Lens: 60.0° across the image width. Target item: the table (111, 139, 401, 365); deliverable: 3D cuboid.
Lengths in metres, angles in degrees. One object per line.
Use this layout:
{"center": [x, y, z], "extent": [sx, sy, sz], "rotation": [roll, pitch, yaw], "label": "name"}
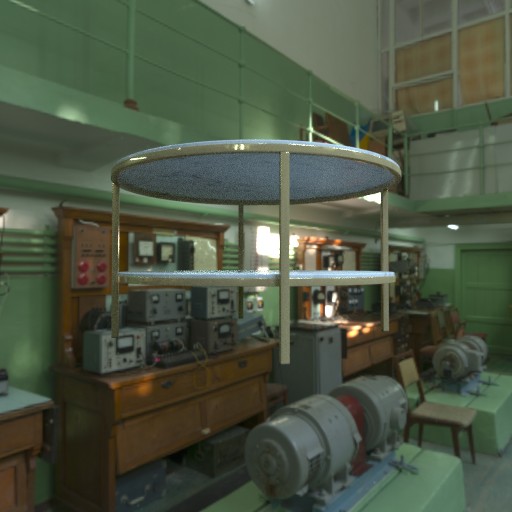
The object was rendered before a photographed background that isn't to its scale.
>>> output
{"center": [0.000, 0.000, 1.280], "extent": [0.800, 0.450, 0.800], "rotation": [0, -1, 0], "label": "table"}
